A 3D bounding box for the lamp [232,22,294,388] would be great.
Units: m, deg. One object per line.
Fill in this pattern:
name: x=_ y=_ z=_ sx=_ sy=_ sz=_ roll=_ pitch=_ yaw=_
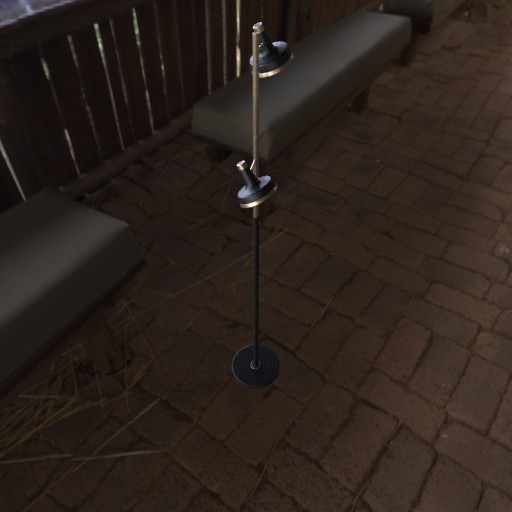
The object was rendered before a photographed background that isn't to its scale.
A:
lamp: x=0.000 y=0.000 z=1.767 sx=0.253 sy=1.674 sz=0.351 roll=10 pitch=46 yaw=10
